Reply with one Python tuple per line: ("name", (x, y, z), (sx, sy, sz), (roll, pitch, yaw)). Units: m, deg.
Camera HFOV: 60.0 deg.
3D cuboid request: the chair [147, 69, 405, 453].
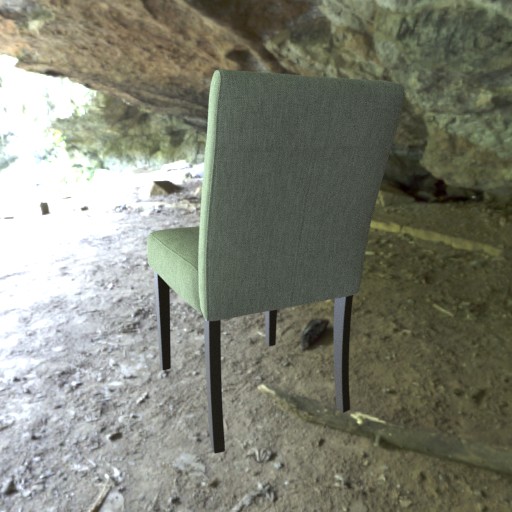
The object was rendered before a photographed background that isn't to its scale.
("chair", (0.000, 0.000, 1.243), (0.487, 0.884, 0.629), (-7, 16, -25))
